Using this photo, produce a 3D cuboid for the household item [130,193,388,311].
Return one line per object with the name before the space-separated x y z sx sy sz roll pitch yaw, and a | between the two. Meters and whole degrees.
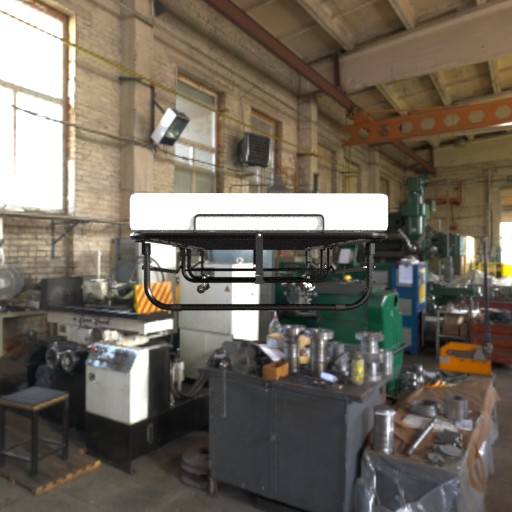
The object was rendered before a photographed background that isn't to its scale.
household item | 0.000 0.000 2.193 0.787 0.356 1.905 0 0 -1
